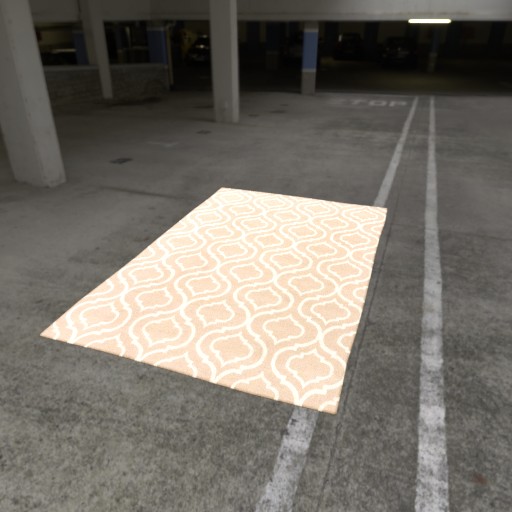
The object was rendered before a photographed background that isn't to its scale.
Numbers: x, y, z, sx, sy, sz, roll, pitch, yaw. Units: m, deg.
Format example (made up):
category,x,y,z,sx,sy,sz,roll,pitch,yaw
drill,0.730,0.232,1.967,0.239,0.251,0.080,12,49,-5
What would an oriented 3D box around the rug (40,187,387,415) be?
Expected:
category,x,y,z,sx,sy,sz,roll,pitch,yaw
rug,0.000,0.000,2.247,1.152,0.013,1.761,10,30,17
